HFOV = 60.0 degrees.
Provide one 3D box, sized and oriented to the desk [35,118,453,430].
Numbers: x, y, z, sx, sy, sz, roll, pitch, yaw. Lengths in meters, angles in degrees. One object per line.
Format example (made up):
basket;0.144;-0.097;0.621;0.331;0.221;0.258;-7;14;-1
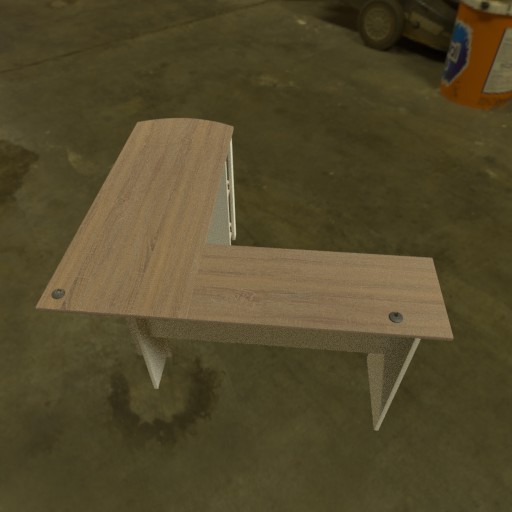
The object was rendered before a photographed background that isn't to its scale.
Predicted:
desk;0.000;0.000;2.141;1.361;0.716;1.303;4;46;4
